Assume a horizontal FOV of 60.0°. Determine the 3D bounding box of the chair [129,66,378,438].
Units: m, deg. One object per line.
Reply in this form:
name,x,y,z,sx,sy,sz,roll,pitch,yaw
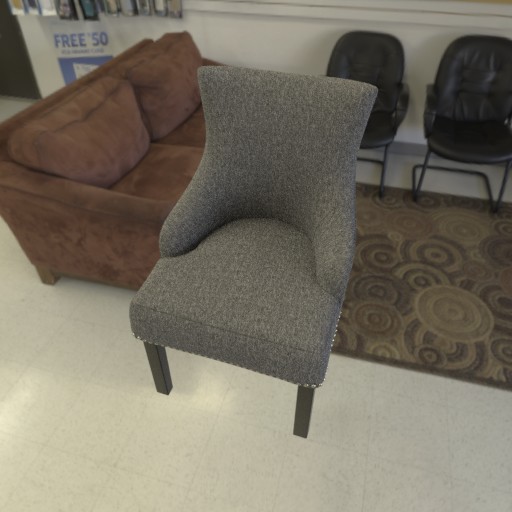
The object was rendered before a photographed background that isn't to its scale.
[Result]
chair,0.000,0.000,1.325,0.566,0.909,0.629,12,42,14
